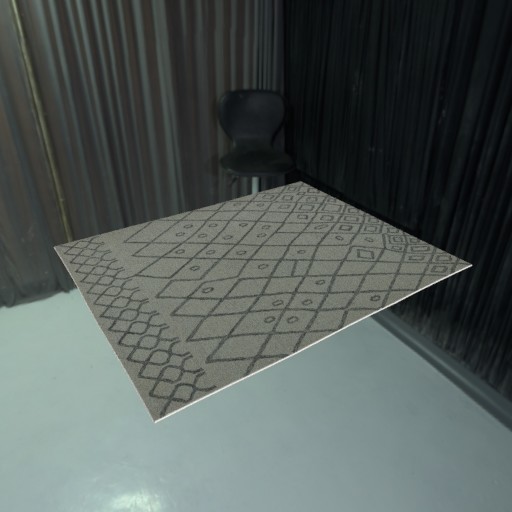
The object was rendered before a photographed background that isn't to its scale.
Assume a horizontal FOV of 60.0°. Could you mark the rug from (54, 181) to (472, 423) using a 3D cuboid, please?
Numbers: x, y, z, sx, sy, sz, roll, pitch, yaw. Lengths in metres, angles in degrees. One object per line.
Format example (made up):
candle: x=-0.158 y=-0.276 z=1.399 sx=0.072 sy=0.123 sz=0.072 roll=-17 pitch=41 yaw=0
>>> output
rug: x=0.000 y=0.000 z=4.124 sx=3.046 sy=0.015 sz=2.446 roll=-19 pitch=36 yaw=-29
